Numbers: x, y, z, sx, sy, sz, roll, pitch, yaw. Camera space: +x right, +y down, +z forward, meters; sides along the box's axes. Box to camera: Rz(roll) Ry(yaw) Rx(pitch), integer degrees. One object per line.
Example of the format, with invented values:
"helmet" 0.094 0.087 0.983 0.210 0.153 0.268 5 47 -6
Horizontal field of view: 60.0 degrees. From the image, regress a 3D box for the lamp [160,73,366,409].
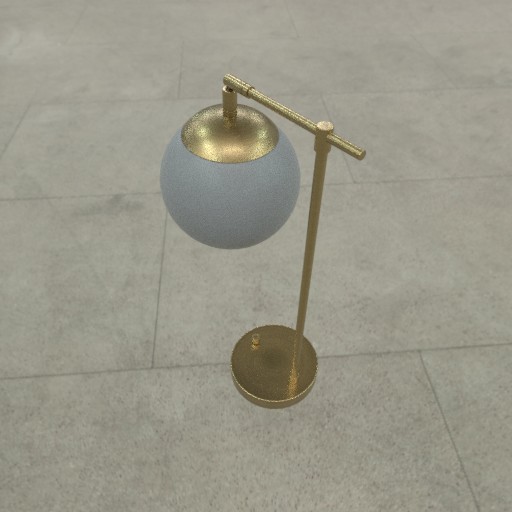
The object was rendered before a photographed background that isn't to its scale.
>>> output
"lamp" 0.000 0.000 0.711 0.207 0.559 0.324 -31 54 -26
